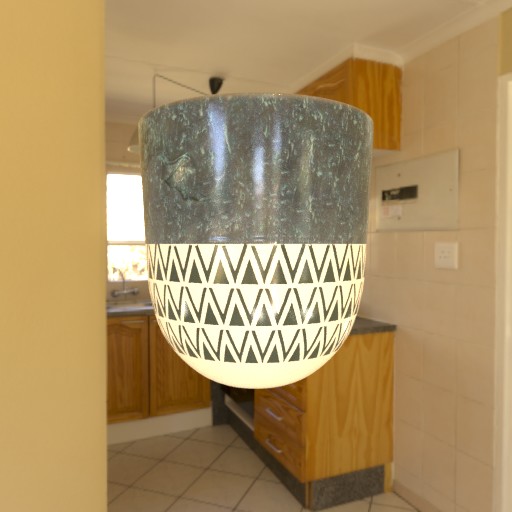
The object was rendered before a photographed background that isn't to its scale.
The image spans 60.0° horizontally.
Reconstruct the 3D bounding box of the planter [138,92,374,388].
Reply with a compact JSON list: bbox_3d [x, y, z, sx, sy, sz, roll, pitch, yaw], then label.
[{"bbox_3d":[0.000,0.000,0.382,0.195,0.214,0.195,0,1,0],"label":"planter"}]
